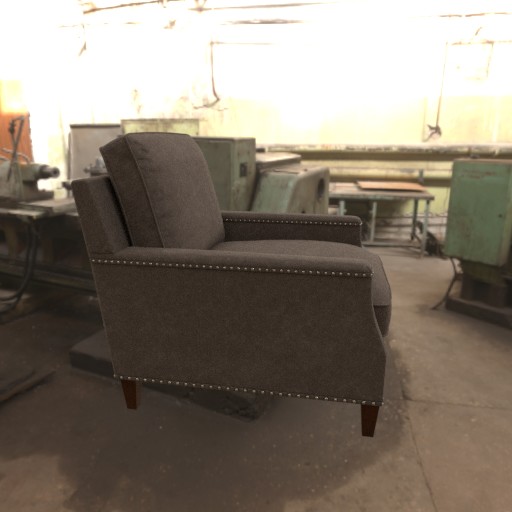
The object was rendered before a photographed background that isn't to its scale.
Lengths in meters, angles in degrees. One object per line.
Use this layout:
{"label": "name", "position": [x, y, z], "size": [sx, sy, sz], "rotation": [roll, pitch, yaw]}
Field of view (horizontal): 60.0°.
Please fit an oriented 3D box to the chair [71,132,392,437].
{"label": "chair", "position": [0.000, 0.000, 1.758], "size": [1.014, 0.948, 0.853], "rotation": [3, 16, 10]}
